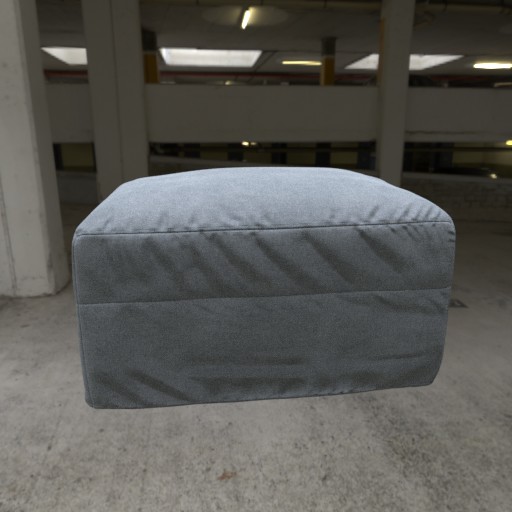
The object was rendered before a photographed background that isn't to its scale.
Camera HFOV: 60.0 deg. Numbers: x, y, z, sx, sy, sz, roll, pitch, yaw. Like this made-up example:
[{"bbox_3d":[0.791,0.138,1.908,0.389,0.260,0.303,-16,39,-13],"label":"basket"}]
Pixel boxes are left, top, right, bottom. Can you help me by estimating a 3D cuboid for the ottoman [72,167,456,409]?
[{"bbox_3d":[0.000,0.000,1.232,0.837,0.481,0.683,-2,15,-6],"label":"ottoman"}]
